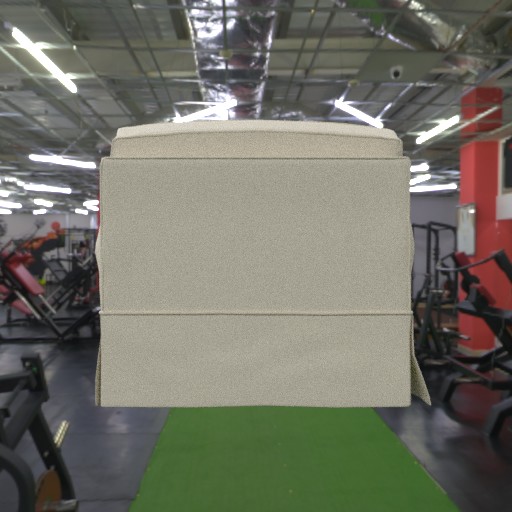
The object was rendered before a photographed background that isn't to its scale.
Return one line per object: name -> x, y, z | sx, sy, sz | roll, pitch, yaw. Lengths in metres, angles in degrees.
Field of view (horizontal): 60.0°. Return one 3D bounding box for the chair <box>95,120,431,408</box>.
chair -> 0.000, 0.000, 1.825 | 1.099, 0.958, 0.904 | 0, 1, 0
